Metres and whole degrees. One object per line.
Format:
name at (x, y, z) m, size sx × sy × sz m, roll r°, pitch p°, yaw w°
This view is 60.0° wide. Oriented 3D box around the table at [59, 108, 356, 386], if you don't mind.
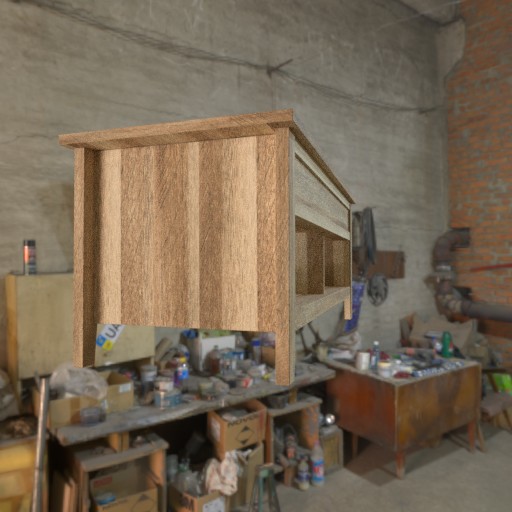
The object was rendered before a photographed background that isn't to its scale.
table at (0.000, 0.000, 1.348) m, size 0.493 × 0.480 × 1.095 m, roll 0°, pitch -1°, yaw 18°
